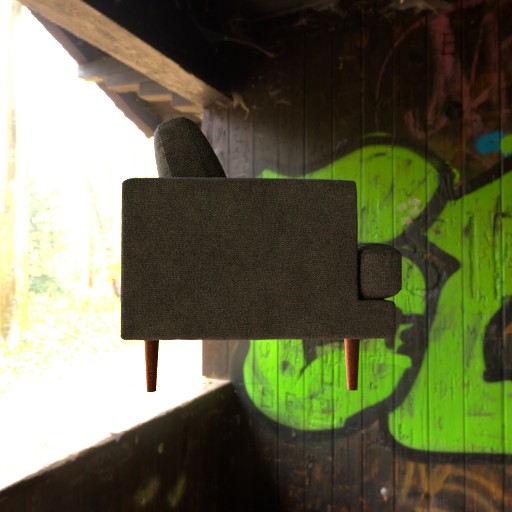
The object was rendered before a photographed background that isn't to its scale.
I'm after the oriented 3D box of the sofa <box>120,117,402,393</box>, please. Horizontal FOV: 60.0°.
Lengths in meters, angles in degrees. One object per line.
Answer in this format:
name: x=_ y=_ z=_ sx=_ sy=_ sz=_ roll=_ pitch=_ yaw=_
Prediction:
sofa: x=0.000 y=0.000 z=2.164 sx=0.903 sy=0.956 sz=1.582 roll=0 pitch=-1 yaw=-2
